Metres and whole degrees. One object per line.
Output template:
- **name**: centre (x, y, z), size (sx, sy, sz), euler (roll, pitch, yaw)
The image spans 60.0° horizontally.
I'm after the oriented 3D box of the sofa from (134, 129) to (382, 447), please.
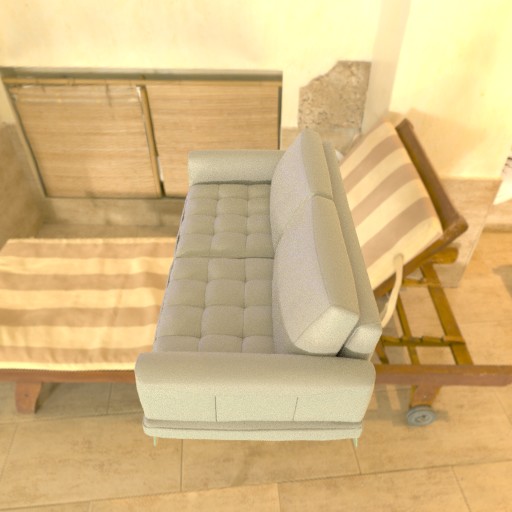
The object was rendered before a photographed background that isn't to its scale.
- **sofa**: centre (0.000, 0.000, 2.794), size (1.121, 0.930, 2.177), euler (0, 41, 0)
